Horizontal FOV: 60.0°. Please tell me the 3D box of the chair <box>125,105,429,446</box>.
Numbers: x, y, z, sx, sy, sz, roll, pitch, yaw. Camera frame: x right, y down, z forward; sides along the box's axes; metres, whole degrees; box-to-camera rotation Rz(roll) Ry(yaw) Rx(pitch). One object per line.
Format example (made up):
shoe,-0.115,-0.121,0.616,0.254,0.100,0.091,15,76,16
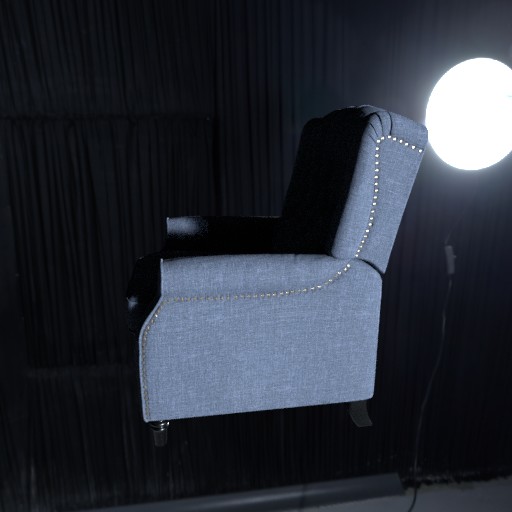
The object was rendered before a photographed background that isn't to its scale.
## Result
chair,0.000,0.000,1.606,0.898,1.035,0.742,-3,16,-9
